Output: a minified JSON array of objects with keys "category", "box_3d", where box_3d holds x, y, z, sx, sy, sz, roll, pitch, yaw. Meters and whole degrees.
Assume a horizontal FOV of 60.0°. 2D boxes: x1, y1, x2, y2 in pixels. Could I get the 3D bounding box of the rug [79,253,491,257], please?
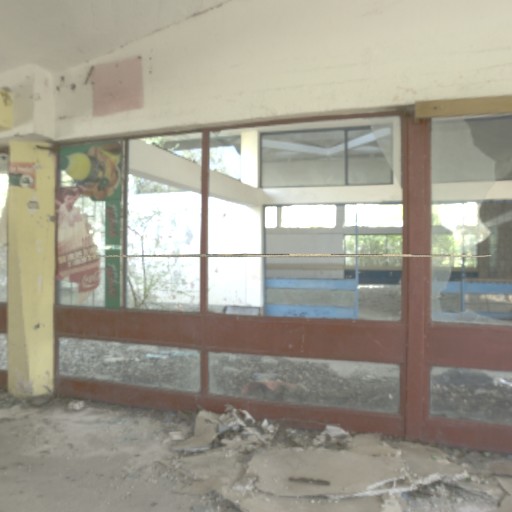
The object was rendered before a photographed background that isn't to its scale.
[{"category":"rug","box_3d":[0.000,0.000,4.218,2.443,0.024,3.228,0,0,-36]}]
